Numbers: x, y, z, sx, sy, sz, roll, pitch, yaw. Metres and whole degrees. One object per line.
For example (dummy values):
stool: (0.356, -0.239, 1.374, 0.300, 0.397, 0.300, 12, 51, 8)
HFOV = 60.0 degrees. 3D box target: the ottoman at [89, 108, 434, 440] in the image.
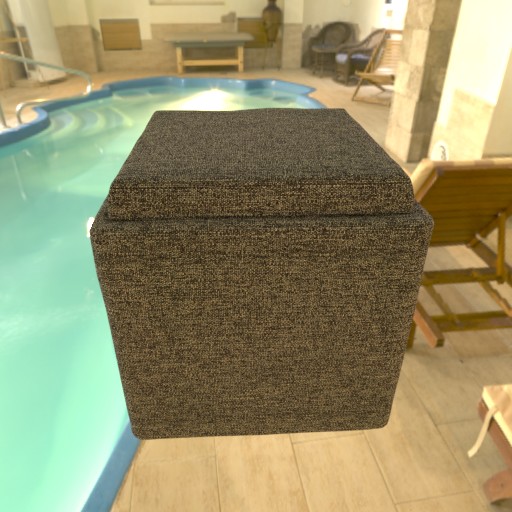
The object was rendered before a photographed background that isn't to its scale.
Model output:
ottoman: (0.000, 0.000, 0.828, 0.450, 0.463, 0.450, -2, 31, -3)
